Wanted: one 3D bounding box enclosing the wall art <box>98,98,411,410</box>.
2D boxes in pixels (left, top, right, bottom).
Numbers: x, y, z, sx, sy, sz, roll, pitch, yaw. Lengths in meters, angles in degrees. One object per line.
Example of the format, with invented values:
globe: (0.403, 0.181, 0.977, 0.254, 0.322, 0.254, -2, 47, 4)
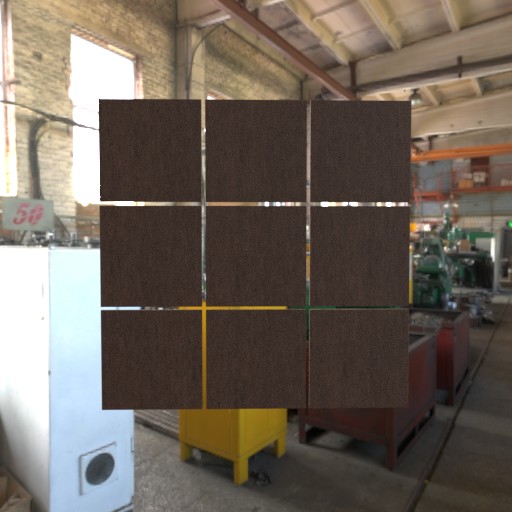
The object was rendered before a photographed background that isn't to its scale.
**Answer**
wall art: (0.000, 0.000, 2.193, 1.527, 1.525, 0.014, 0, 2, -1)
